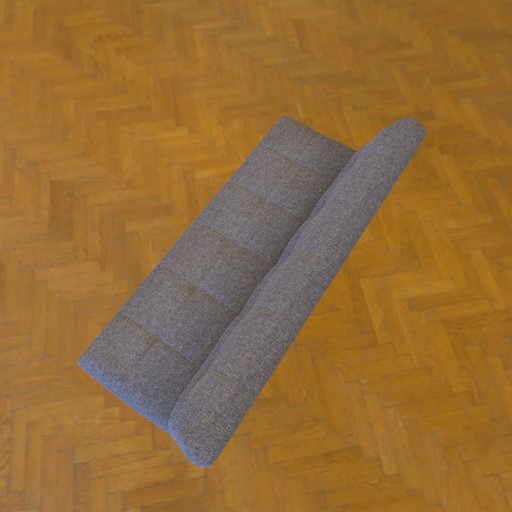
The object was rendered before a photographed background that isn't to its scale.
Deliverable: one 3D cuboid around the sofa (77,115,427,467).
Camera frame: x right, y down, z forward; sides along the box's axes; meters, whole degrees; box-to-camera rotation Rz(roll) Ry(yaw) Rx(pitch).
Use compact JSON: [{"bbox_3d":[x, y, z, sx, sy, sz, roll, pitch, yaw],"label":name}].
[{"bbox_3d":[0.000,0.000,2.231,0.820,0.770,1.820,31,69,14],"label":"sofa"}]
